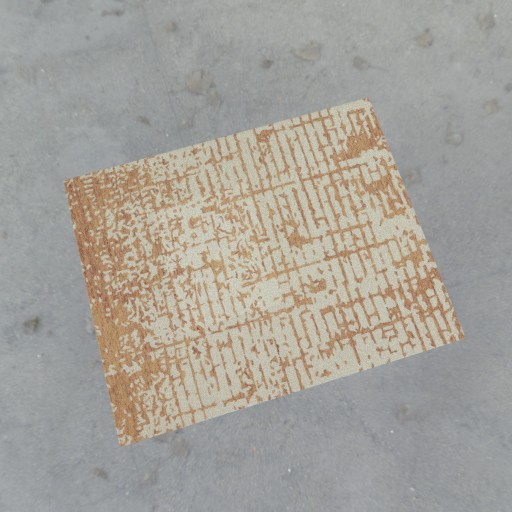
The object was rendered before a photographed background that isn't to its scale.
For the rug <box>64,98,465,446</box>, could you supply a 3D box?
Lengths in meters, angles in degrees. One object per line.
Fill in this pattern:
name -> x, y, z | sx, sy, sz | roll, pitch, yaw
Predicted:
rug -> 0.000, 0.000, 3.999 | 3.050, 0.011, 2.441 | -16, 77, -4
